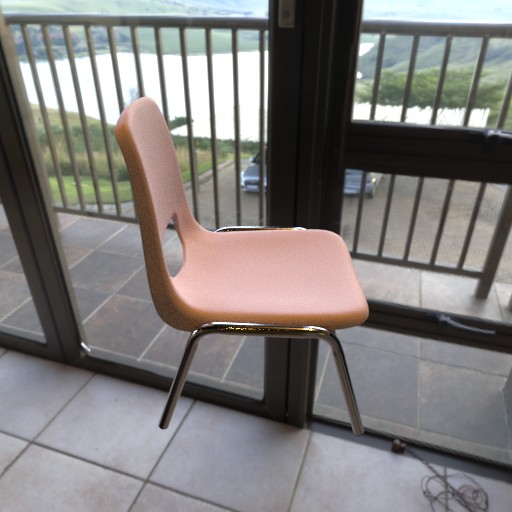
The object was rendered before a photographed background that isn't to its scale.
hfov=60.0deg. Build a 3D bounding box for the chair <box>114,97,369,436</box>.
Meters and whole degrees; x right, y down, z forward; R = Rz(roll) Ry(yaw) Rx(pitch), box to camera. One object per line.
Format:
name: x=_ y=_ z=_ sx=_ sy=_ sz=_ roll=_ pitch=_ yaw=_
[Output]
chair: x=0.000 y=0.000 z=0.801 sx=0.385 sy=0.536 sz=0.354 roll=0 pitch=30 yaw=0
